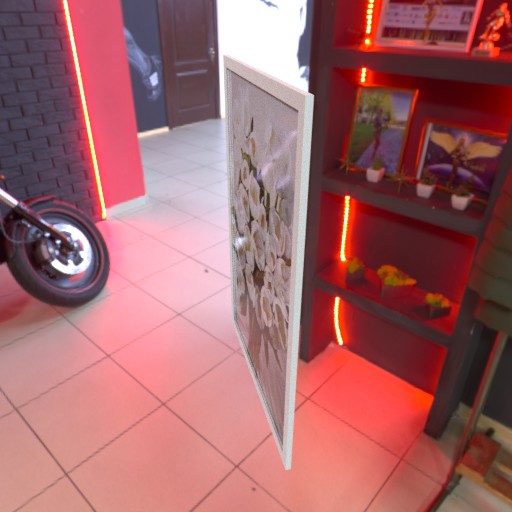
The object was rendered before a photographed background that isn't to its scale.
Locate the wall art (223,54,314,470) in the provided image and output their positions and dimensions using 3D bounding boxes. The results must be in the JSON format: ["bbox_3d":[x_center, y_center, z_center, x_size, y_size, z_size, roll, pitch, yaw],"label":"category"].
[{"bbox_3d":[0.000,0.000,1.234,0.015,0.965,0.660,-8,31,-13],"label":"wall art"}]
